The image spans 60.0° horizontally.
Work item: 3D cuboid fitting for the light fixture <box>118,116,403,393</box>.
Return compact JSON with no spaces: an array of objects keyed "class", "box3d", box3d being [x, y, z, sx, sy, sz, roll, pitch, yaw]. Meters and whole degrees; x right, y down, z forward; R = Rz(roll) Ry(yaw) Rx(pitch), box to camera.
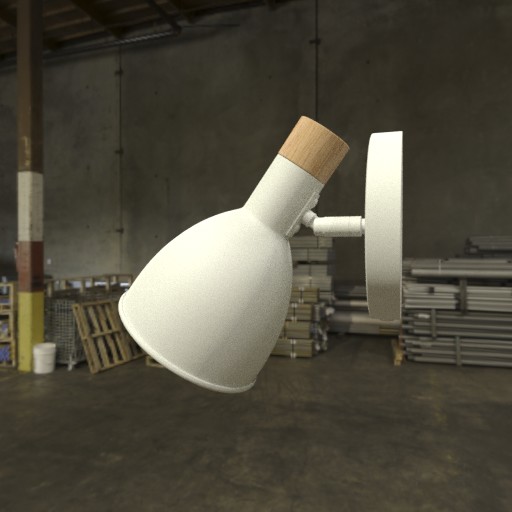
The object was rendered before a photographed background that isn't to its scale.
[{"class":"light fixture","box3d":[0.000,0.000,0.332,0.209,0.199,0.127,0,0,19]}]
